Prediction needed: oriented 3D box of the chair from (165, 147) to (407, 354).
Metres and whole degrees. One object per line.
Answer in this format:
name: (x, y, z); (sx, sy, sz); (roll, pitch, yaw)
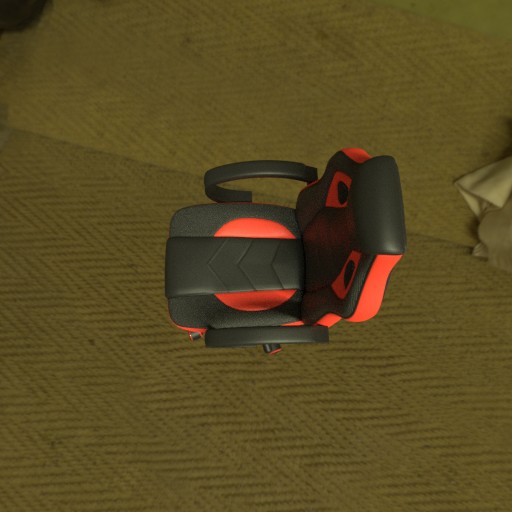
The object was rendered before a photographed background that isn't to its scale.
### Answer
chair: (0.000, 0.000, 1.414); (0.642, 1.016, 0.600); (-2, 76, 0)
